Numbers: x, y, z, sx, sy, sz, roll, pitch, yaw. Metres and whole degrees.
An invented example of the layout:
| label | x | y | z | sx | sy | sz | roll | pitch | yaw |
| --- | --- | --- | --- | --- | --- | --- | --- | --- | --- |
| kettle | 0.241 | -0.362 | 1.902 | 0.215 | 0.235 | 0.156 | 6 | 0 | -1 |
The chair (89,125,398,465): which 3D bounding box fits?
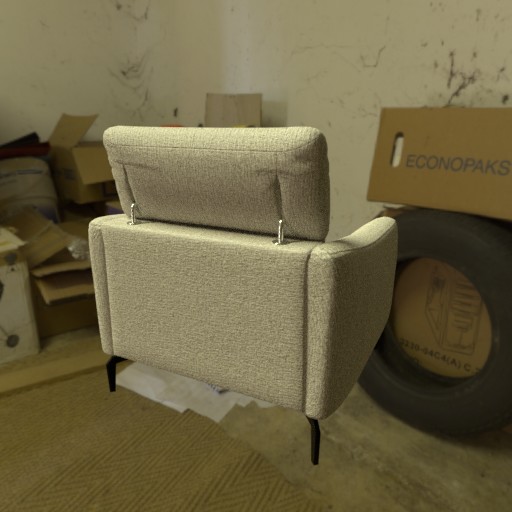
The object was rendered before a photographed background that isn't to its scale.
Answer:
| label | x | y | z | sx | sy | sz | roll | pitch | yaw |
| --- | --- | --- | --- | --- | --- | --- | --- | --- | --- |
| chair | 0.000 | 0.000 | 1.707 | 0.972 | 0.967 | 0.835 | 9 | 19 | 26 |
